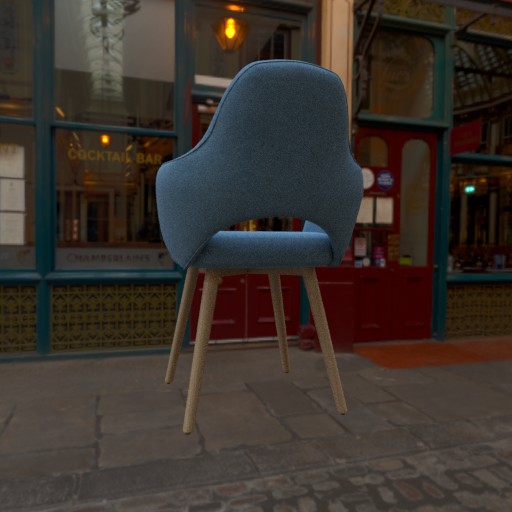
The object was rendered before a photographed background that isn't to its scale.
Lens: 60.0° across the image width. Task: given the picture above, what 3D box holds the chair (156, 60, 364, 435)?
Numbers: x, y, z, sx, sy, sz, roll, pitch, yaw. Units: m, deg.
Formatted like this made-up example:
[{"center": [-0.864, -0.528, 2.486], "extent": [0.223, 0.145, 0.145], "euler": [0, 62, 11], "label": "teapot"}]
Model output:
[{"center": [0.000, 0.000, 1.334], "extent": [0.589, 0.920, 0.666], "euler": [0, 1, -17], "label": "chair"}]
